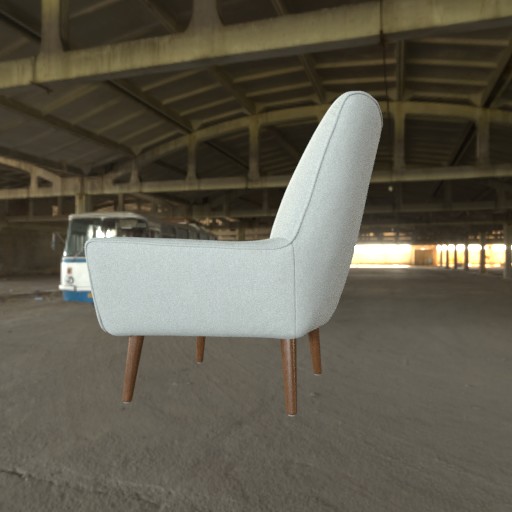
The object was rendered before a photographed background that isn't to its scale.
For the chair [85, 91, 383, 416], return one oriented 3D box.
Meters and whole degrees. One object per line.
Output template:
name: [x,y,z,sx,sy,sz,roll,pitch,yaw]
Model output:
chair: [0.000,0.000,1.496,0.822,0.888,0.787,0,0,17]
